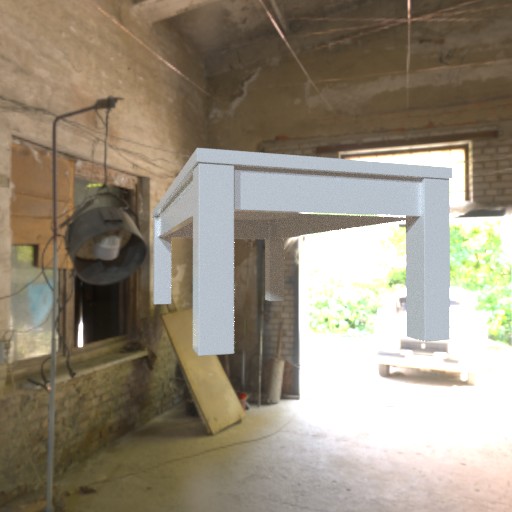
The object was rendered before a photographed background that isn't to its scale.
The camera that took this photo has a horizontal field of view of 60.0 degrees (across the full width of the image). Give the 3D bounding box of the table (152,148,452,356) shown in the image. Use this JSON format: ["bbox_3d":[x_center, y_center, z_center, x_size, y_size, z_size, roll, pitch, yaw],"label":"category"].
[{"bbox_3d":[0.000,0.000,1.744,0.700,0.470,1.350,0,-1,-17],"label":"table"}]
